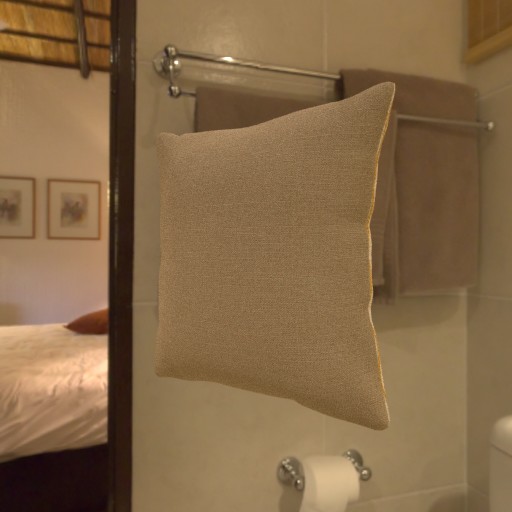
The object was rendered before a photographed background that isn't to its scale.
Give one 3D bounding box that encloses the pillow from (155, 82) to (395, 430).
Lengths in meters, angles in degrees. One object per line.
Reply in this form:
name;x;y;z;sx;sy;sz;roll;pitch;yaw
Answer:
pillow;0.000;0.000;0.675;0.429;0.436;0.159;0;0;35
